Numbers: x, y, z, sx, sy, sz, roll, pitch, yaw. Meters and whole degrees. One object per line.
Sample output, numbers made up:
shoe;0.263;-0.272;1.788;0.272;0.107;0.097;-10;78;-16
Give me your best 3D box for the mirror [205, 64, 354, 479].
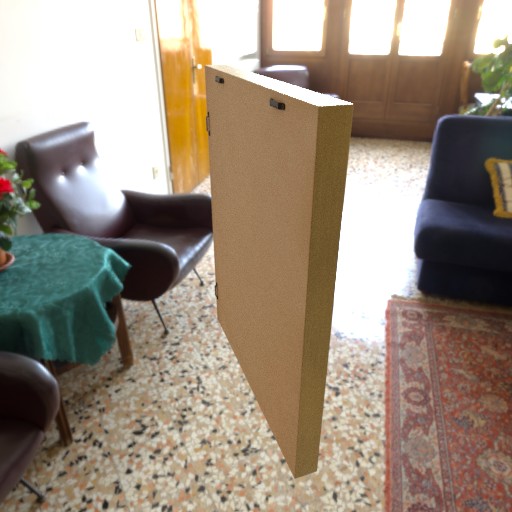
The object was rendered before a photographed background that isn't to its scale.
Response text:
mirror;0.000;0.000;0.680;0.041;0.508;0.405;-10;30;-18
